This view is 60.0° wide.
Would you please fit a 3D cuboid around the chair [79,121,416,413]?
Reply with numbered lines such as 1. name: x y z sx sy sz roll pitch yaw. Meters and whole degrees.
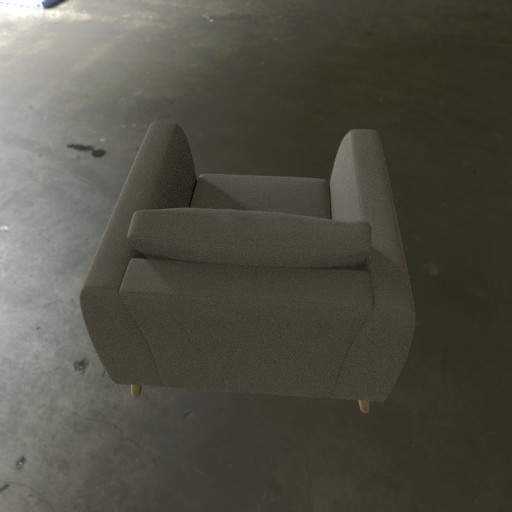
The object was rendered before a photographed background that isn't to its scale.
1. chair: 0.000 0.000 1.729 1.000 0.860 0.930 3 48 3
